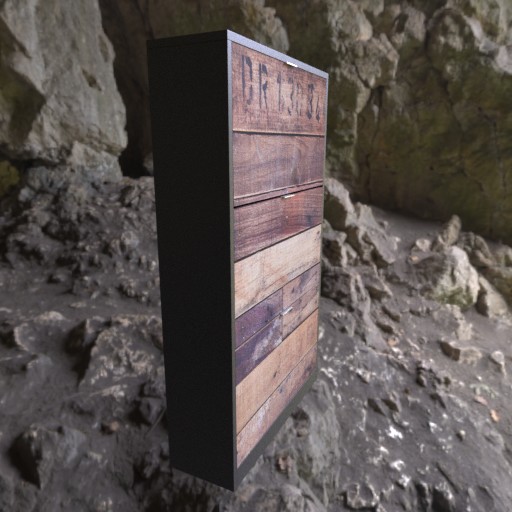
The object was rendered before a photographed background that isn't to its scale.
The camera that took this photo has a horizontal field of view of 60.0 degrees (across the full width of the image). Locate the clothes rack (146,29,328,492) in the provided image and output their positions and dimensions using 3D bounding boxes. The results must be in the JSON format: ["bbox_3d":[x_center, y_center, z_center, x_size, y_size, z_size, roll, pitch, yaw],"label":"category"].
[{"bbox_3d":[0.000,0.000,1.560,0.250,1.280,0.750,7,16,26],"label":"clothes rack"}]
